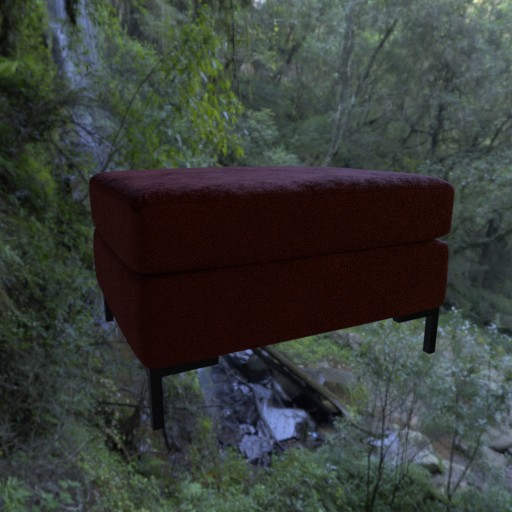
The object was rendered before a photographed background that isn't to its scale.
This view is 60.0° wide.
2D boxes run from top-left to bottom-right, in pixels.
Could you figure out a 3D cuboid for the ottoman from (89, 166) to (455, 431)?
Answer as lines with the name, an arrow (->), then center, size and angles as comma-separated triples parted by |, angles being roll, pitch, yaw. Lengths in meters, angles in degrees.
ottoman -> 0.000, 0.000, 1.201 | 0.782, 0.462, 0.650 | -7, 16, -25
